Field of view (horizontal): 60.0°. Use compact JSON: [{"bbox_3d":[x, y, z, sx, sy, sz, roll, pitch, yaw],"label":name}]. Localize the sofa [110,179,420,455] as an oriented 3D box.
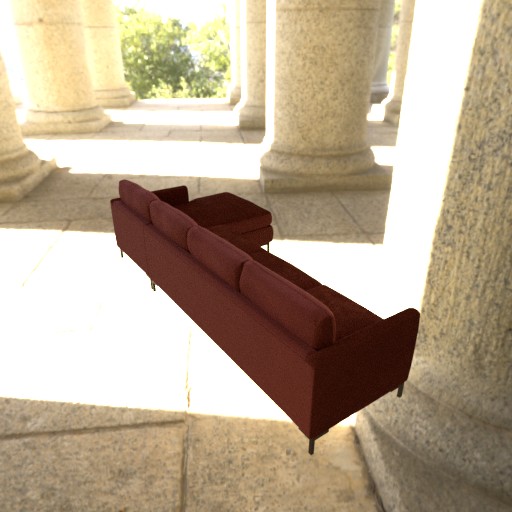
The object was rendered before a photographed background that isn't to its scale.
[{"bbox_3d":[0.000,0.000,3.527,1.350,0.810,2.932,-17,31,-31],"label":"sofa"}]
